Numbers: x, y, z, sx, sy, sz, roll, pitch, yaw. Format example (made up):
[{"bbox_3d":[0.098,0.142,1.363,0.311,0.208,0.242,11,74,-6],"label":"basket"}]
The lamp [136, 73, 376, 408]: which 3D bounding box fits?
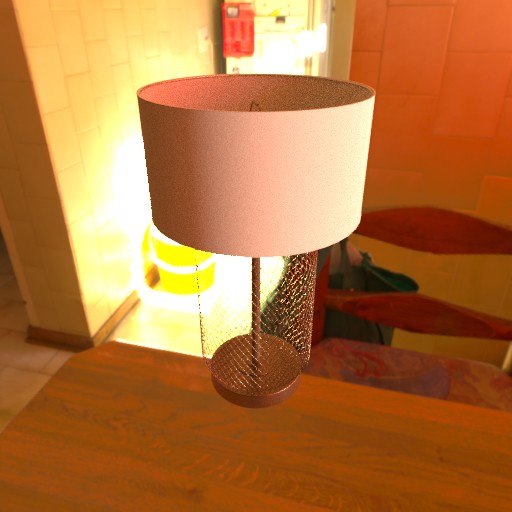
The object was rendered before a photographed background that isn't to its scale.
[{"bbox_3d":[0.000,0.000,0.808,0.353,0.578,0.353,0,29,0],"label":"lamp"}]
